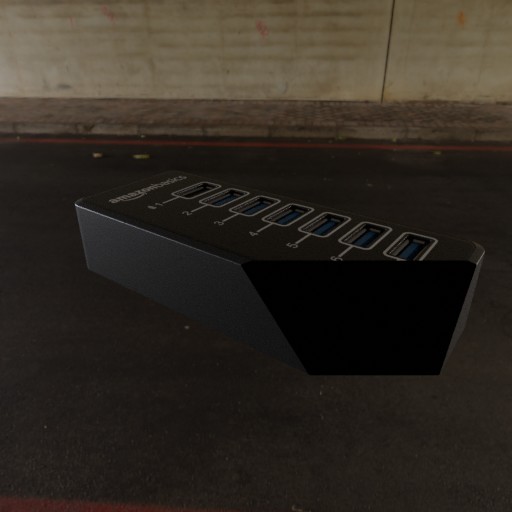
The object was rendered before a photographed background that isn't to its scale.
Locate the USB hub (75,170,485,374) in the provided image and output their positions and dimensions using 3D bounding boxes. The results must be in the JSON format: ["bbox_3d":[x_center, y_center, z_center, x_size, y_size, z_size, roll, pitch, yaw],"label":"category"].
[{"bbox_3d":[0.000,0.000,0.127,0.110,0.023,0.044,19,33,32],"label":"USB hub"}]
